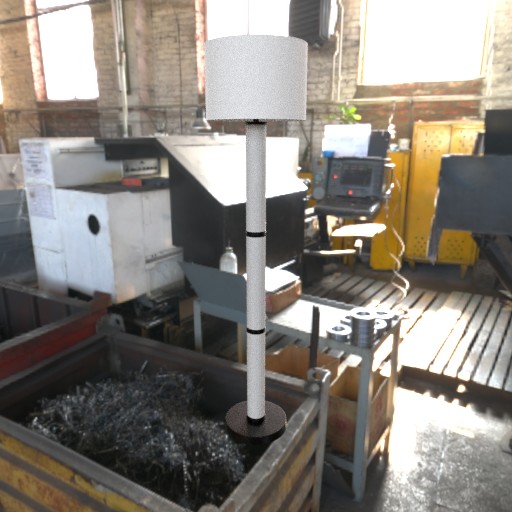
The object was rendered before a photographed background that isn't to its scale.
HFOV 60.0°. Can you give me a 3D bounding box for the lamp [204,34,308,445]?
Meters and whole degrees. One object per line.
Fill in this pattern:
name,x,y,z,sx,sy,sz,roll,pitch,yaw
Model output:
lamp,0.000,0.000,1.819,0.377,1.599,0.377,-2,16,-8
